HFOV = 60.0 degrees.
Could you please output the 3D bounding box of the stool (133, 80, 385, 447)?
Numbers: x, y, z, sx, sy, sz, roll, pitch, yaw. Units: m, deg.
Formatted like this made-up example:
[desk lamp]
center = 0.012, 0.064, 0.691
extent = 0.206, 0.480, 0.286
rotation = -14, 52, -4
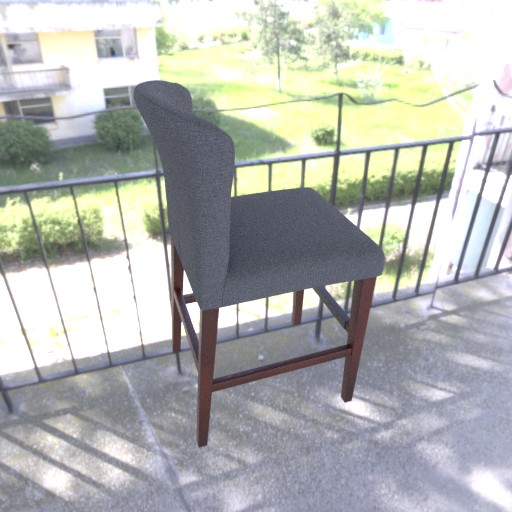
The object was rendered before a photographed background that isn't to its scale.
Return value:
[stool]
center = 0.000, 0.000, 1.300
extent = 0.568, 0.968, 0.479
rotation = -10, 33, -16
